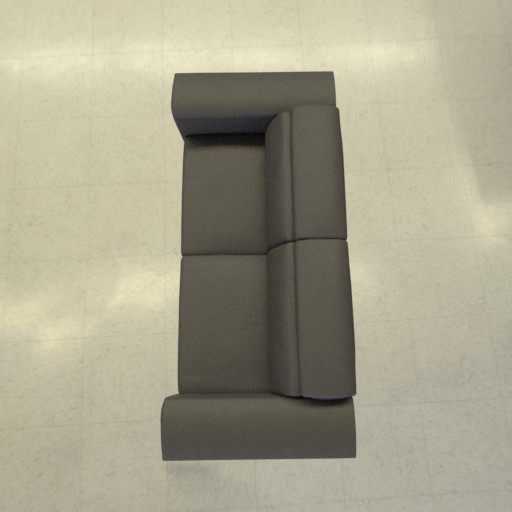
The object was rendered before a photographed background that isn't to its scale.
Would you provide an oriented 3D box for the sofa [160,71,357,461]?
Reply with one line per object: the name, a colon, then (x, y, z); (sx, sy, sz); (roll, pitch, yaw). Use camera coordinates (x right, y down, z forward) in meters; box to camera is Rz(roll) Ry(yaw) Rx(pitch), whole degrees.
sofa: (0.000, 0.000, 2.810); (1.048, 0.814, 2.330); (-1, 77, 0)
